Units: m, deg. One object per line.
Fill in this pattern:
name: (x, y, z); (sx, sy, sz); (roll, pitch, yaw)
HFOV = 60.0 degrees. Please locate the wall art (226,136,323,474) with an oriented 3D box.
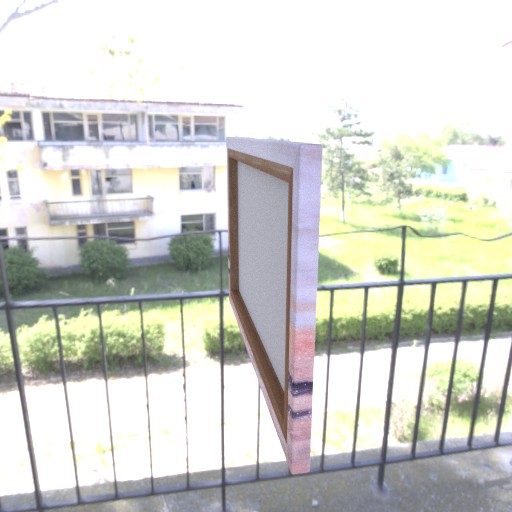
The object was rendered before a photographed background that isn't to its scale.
wall art: (0.000, 0.000, 1.192); (0.038, 0.609, 0.913); (-3, 16, -10)
